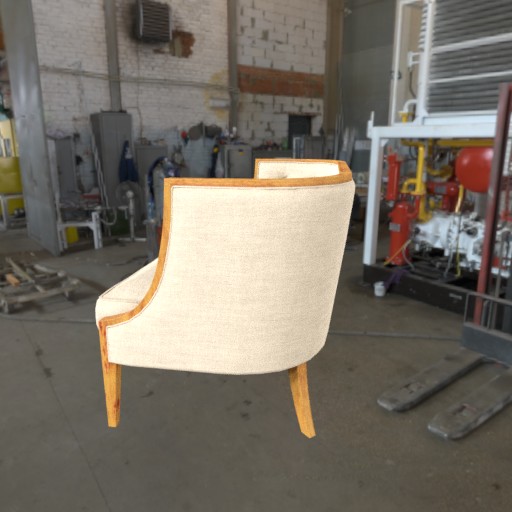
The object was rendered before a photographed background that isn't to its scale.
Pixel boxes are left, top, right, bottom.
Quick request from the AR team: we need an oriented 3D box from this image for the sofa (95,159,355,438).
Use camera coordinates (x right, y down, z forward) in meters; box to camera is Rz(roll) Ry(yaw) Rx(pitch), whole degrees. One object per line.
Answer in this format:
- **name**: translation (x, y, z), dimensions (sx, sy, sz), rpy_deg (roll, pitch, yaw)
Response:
- **sofa**: translation (0.000, 0.000, 1.929), dimensions (0.770, 0.775, 1.474), rpy_deg (2, 15, 9)
